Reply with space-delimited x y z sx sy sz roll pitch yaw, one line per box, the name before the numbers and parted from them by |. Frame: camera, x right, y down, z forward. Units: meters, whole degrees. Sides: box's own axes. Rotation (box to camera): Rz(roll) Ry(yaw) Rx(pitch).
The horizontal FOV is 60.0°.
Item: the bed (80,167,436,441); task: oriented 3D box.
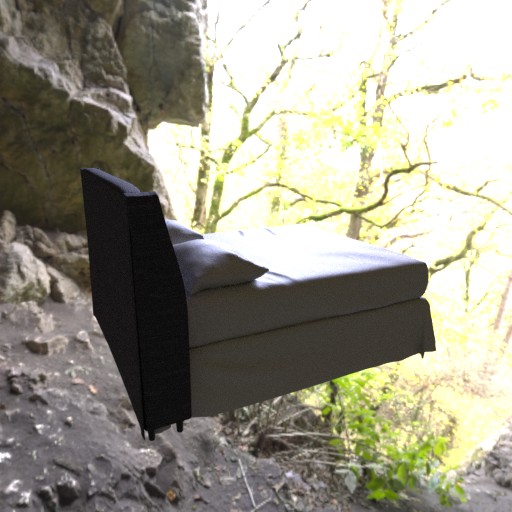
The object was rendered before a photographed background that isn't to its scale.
bed | 0.000 0.000 3.438 2.276 1.332 1.925 -8 17 -26
